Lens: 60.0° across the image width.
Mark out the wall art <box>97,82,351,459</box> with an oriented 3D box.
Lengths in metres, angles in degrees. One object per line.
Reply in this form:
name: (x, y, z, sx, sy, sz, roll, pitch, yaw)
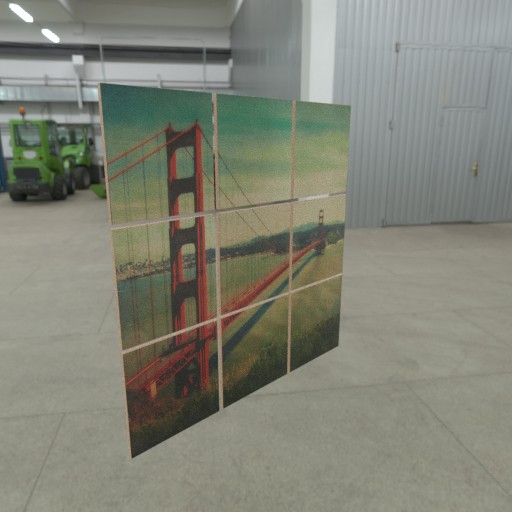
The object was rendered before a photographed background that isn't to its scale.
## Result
wall art: (0.000, 0.000, 1.343, 0.917, 0.910, 0.012, -14, 20, -43)
